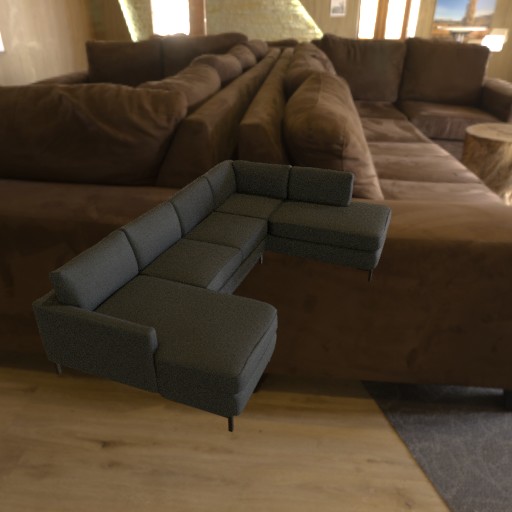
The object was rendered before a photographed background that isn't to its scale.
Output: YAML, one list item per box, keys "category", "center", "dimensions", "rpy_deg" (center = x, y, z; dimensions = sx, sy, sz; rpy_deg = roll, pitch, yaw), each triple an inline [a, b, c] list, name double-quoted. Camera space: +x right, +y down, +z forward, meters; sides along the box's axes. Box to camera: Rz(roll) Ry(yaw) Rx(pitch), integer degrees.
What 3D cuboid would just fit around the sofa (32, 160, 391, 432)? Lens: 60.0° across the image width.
- category: "sofa"
  center: [0.000, 0.000, 3.837]
  dimensions: [1.984, 0.858, 2.975]
  rpy_deg: [10, 30, 19]
